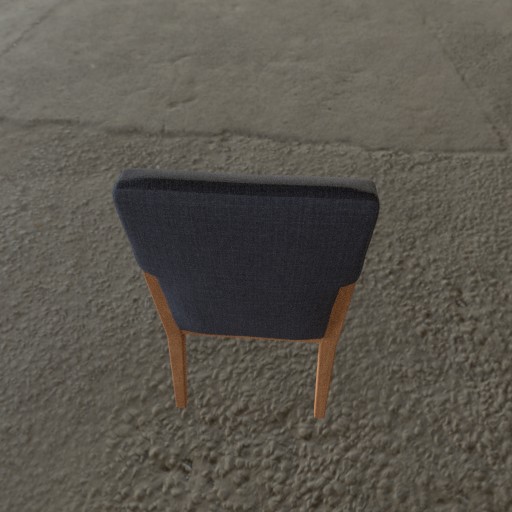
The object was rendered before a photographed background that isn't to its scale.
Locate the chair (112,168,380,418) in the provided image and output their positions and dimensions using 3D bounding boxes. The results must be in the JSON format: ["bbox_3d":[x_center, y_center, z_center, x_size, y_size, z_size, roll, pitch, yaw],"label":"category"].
[{"bbox_3d":[0.000,0.000,1.286,0.507,0.911,0.586,3,46,3],"label":"chair"}]
